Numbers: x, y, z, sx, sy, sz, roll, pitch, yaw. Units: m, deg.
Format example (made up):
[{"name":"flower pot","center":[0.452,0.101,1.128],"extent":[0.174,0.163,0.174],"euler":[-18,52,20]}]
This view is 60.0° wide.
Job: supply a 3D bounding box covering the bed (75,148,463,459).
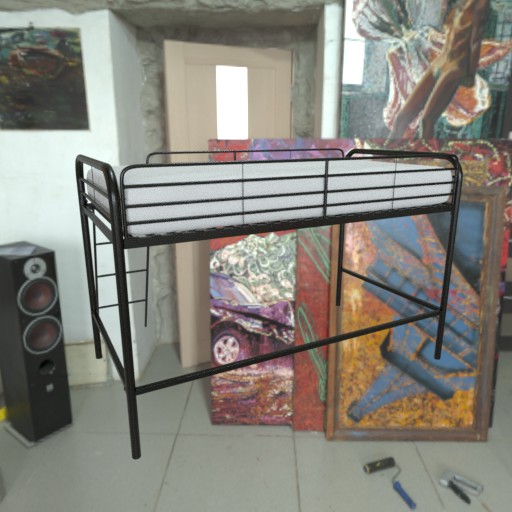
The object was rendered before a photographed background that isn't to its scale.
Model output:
[{"name":"bed","center":[0.000,0.000,2.826],"extent":[1.968,1.289,1.393],"euler":[-8,18,-27]}]
